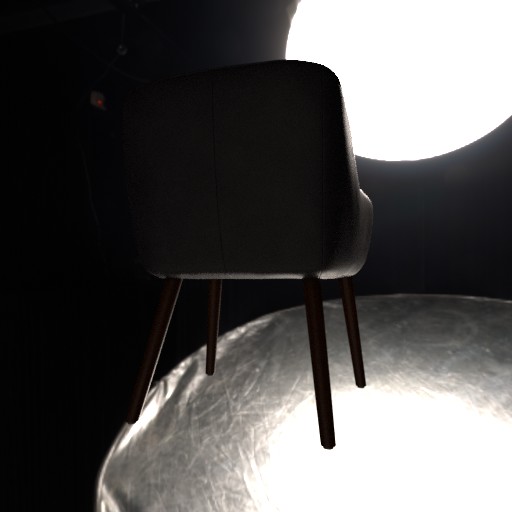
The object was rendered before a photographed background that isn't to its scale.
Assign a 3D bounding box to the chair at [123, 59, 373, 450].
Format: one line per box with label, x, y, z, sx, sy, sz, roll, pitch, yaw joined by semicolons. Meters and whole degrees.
chair;0.000;0.000;1.250;0.610;0.828;0.610;-1;-2;18
